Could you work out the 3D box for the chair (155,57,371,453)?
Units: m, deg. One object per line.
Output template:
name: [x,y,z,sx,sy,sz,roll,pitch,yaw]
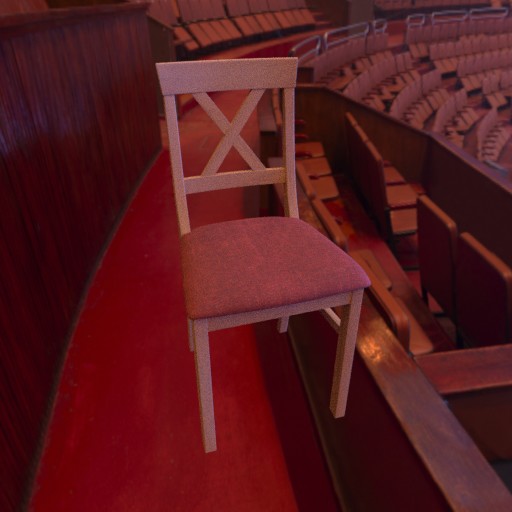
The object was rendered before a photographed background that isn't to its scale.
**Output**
chair: [0.000,0.000,1.183,0.439,0.912,0.492,-9,32,-15]
